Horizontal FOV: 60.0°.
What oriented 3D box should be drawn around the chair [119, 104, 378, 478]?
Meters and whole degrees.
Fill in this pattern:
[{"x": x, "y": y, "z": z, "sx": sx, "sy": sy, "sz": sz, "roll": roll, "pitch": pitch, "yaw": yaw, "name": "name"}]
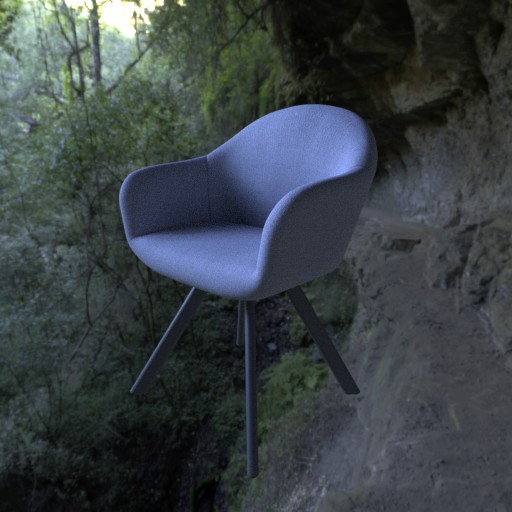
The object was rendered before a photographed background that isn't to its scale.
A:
[{"x": 0.000, "y": 0.000, "z": 1.203, "sx": 0.590, "sy": 0.795, "sz": 0.550, "roll": 14, "pitch": 22, "yaw": 41, "name": "chair"}]
